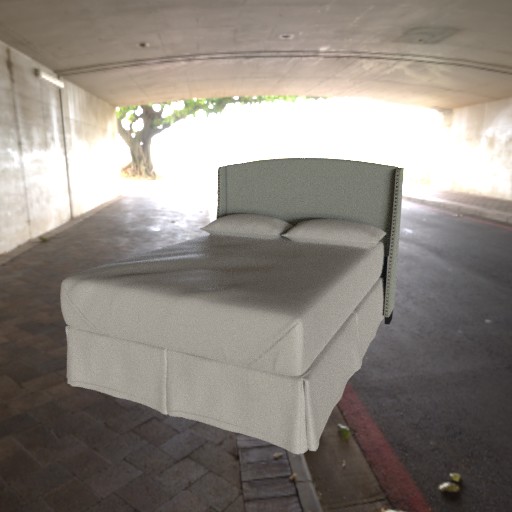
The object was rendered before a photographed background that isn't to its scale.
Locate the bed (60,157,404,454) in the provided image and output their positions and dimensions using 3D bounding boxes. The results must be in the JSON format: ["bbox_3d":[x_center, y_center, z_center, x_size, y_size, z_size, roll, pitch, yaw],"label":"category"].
[{"bbox_3d":[0.000,0.000,3.254,1.710,1.407,2.237,6,14,25],"label":"bed"}]
